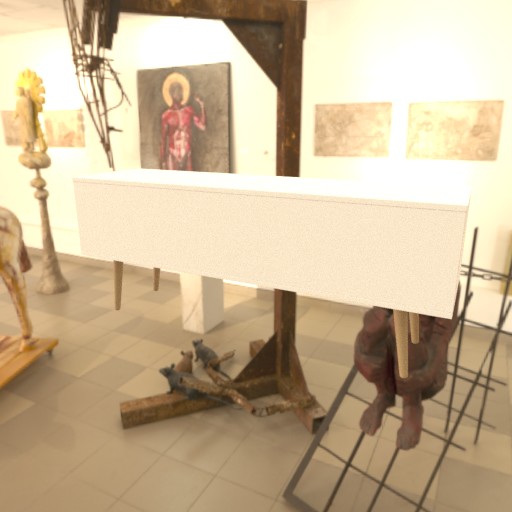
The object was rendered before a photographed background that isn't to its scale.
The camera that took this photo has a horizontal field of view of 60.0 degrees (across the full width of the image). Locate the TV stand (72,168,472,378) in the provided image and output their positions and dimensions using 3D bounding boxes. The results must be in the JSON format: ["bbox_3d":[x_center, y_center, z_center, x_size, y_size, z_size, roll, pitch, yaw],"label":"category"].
[{"bbox_3d":[0.000,0.000,1.672,1.398,0.560,0.401,8,18,25],"label":"TV stand"}]
